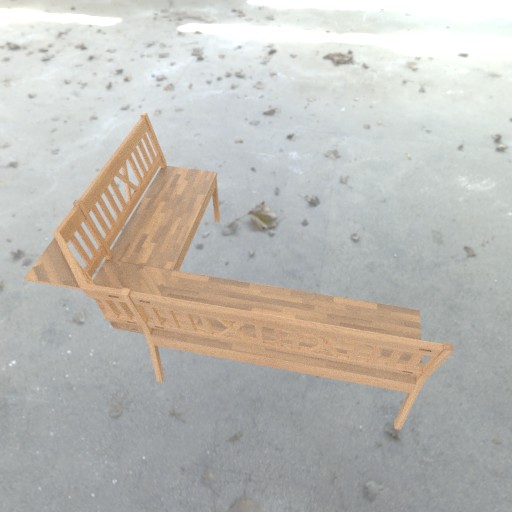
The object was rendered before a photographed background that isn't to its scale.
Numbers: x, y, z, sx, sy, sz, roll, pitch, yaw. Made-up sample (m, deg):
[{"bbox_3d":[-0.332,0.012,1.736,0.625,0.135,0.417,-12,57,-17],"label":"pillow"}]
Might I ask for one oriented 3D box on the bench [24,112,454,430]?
[{"bbox_3d":[0.000,0.000,2.752,1.937,0.902,1.537,9,47,8],"label":"bench"}]
